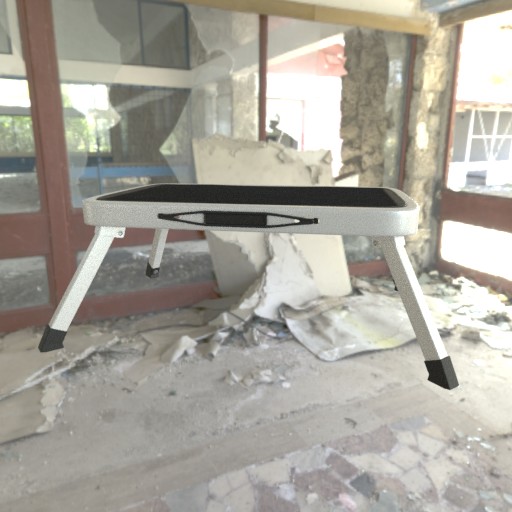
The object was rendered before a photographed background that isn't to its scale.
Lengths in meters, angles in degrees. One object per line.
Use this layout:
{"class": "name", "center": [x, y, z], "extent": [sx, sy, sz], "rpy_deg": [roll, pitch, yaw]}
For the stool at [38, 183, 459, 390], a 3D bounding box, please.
{"class": "stool", "center": [0.000, 0.000, 0.597], "extent": [0.460, 0.170, 0.320], "rpy_deg": [3, 15, 10]}
